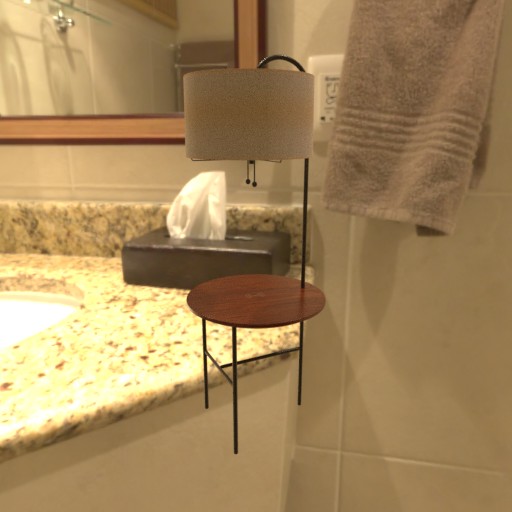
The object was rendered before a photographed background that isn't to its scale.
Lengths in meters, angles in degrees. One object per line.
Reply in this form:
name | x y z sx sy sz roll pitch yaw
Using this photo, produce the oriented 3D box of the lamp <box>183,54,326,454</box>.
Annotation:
lamp | 0.000 0.000 1.797 0.573 1.517 0.573 0 16 0
